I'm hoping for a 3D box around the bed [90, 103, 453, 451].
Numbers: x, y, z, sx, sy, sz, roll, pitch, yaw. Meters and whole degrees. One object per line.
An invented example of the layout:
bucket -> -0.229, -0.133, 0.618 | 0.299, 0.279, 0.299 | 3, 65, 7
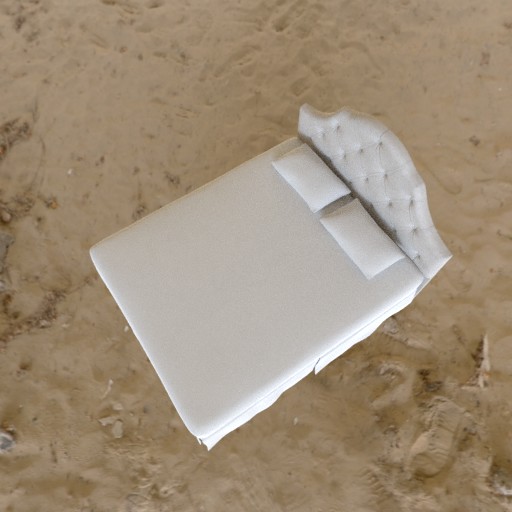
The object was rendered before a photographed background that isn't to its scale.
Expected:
bed -> 0.000, 0.000, 3.814 | 2.477, 1.617, 2.039 | -31, 68, -14
